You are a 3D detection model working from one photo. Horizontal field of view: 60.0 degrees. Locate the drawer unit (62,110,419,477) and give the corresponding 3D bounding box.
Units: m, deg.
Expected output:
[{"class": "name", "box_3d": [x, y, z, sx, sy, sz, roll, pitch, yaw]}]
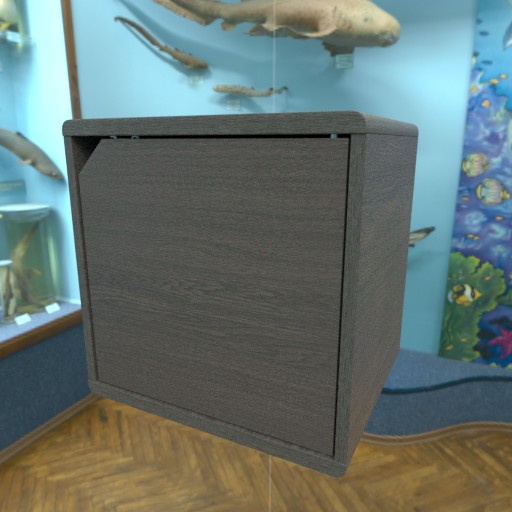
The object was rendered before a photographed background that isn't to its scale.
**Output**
[{"class": "drawer unit", "box_3d": [0.000, 0.000, 0.588, 0.344, 0.344, 0.290, 7, 16, 26]}]
